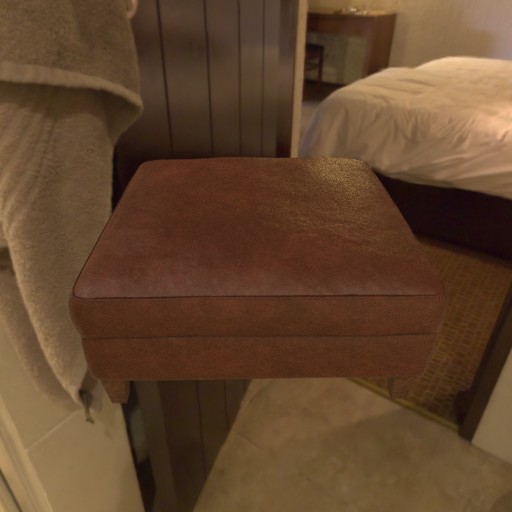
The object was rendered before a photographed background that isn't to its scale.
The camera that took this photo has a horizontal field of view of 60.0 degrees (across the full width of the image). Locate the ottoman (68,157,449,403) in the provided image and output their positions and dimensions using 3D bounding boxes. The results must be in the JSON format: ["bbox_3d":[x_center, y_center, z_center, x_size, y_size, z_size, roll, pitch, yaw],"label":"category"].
[{"bbox_3d":[0.000,0.000,1.349,0.844,0.415,0.836,-1,33,-1],"label":"ottoman"}]
